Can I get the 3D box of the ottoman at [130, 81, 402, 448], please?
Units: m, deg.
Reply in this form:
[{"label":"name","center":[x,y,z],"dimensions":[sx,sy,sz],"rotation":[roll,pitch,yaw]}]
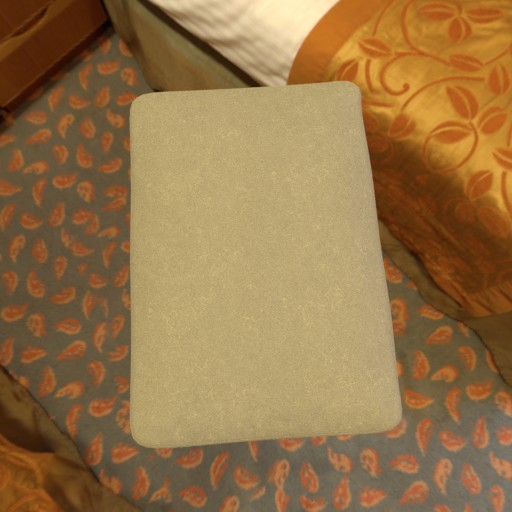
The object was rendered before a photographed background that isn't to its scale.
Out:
[{"label":"ottoman","center":[0.000,0.000,1.562],"dimensions":[0.840,0.429,1.199],"rotation":[-4,77,-1]}]
